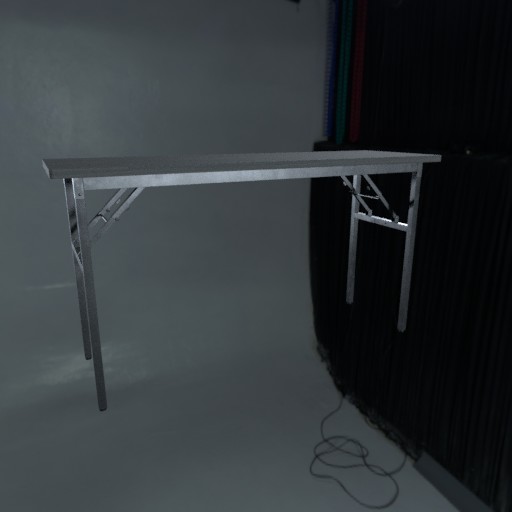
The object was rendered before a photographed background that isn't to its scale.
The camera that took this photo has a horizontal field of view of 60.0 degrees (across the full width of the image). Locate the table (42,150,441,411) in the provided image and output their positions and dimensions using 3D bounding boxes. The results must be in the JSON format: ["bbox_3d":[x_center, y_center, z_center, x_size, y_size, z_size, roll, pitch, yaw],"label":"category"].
[{"bbox_3d":[0.000,0.000,1.718,1.399,0.750,0.449,-8,18,-26],"label":"table"}]
